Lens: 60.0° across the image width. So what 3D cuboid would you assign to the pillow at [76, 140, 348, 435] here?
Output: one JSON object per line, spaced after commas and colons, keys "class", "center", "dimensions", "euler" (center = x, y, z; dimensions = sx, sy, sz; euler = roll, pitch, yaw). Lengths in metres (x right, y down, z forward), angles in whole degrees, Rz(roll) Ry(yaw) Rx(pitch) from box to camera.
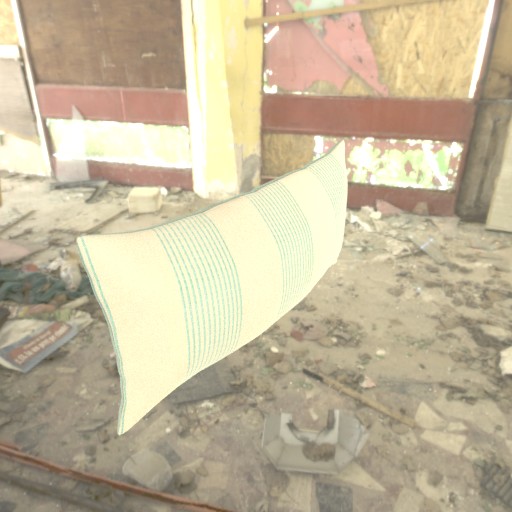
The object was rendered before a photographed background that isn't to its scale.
{"class": "pillow", "center": [0.000, 0.000, 0.739], "dimensions": [0.151, 0.287, 0.610], "euler": [19, 32, 32]}
